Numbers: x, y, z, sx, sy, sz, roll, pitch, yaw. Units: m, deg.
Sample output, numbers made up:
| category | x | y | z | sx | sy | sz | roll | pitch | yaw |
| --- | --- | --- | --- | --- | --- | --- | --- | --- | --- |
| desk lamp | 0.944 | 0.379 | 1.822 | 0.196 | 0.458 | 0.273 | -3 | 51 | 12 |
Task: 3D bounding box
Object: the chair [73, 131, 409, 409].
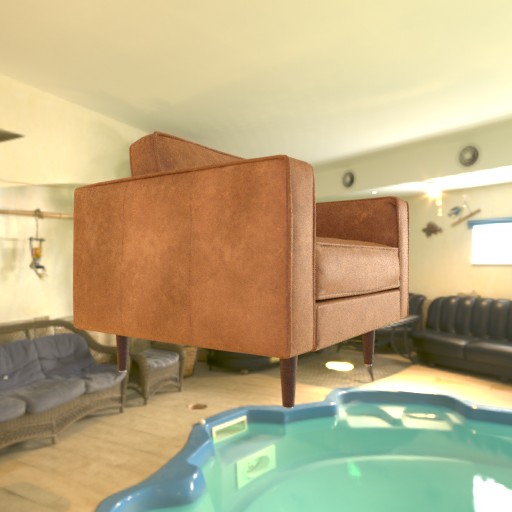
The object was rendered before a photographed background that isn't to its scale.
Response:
| category | x | y | z | sx | sy | sz | roll | pitch | yaw |
| --- | --- | --- | --- | --- | --- | --- | --- | --- | --- |
| chair | 0.000 | 0.000 | 1.507 | 0.798 | 0.767 | 0.928 | 0 | -1 | 35 |
